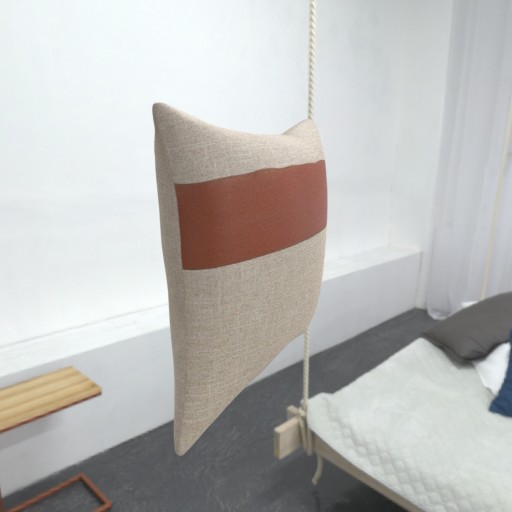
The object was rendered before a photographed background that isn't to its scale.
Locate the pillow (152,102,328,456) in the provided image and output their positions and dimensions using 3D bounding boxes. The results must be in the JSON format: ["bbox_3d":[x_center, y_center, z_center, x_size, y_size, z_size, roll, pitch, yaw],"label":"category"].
[{"bbox_3d":[0.000,0.000,0.648,0.173,0.399,0.414,7,16,27],"label":"pillow"}]
